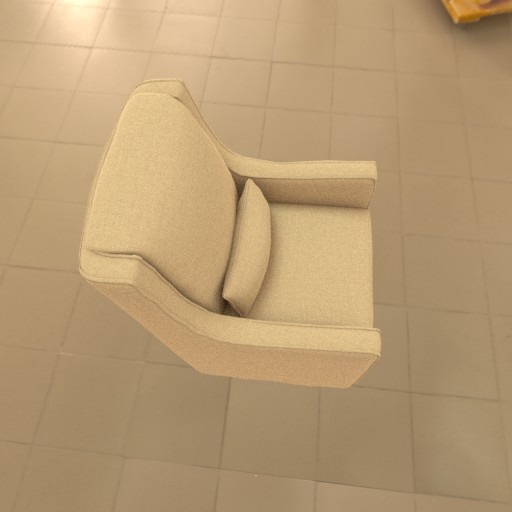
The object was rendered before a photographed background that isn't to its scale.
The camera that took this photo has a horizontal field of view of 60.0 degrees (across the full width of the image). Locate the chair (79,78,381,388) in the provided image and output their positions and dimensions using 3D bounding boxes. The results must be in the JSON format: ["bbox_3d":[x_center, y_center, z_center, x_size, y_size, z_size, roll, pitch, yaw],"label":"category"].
[{"bbox_3d":[0.000,0.000,1.607,0.879,0.993,0.732,5,64,3],"label":"chair"}]
